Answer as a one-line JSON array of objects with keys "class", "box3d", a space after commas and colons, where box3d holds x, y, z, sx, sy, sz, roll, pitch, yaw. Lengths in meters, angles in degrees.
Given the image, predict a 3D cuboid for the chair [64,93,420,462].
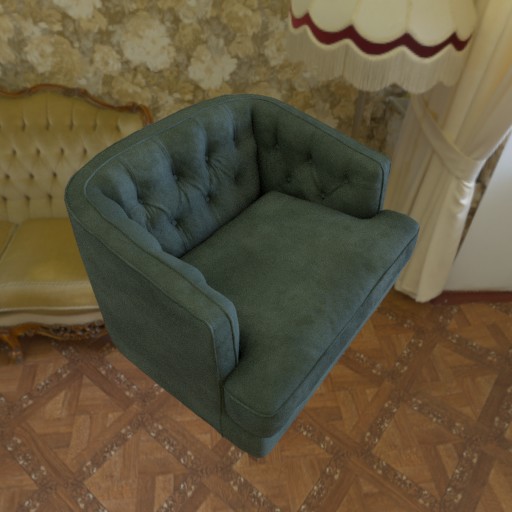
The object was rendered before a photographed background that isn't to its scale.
[{"class": "chair", "box3d": [0.000, 0.000, 1.720, 0.941, 0.852, 1.104, 27, 49, 27]}]
